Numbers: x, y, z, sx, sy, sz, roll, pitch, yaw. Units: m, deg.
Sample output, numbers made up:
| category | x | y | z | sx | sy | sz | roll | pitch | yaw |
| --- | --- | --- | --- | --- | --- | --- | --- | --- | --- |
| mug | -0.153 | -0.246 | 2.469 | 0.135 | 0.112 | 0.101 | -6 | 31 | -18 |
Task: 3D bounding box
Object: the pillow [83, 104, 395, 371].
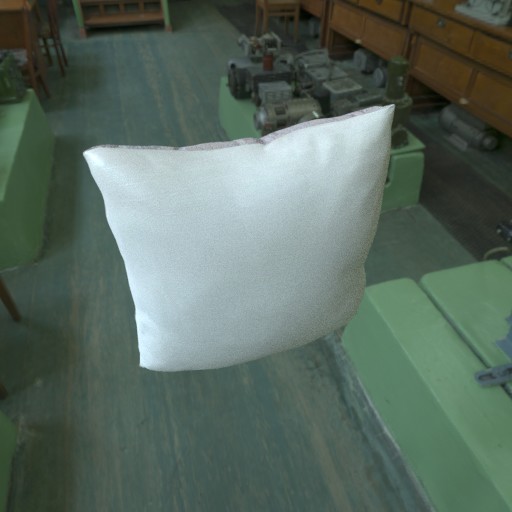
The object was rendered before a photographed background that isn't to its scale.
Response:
| category | x | y | z | sx | sy | sz | roll | pitch | yaw |
| --- | --- | --- | --- | --- | --- | --- | --- | --- | --- |
| pillow | 0.000 | 0.000 | 0.729 | 0.450 | 0.448 | 0.245 | -12 | 42 | -14 |
